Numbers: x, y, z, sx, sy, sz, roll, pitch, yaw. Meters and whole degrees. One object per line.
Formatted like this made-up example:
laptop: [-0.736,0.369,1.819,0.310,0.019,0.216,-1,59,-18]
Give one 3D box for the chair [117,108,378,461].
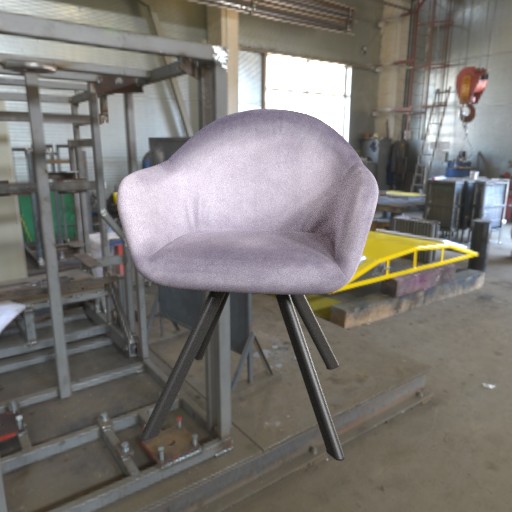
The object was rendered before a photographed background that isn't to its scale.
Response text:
chair: [0.000,0.000,1.174,0.570,0.780,0.540,2,14,8]
